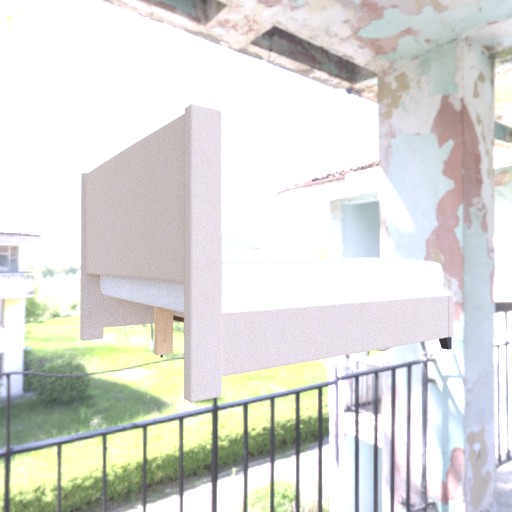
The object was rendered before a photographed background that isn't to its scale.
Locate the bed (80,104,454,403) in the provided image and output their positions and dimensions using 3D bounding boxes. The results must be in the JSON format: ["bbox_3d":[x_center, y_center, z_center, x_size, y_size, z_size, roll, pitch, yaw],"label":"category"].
[{"bbox_3d":[0.000,0.000,3.695,2.293,1.471,2.145,0,-1,-35],"label":"bed"}]
